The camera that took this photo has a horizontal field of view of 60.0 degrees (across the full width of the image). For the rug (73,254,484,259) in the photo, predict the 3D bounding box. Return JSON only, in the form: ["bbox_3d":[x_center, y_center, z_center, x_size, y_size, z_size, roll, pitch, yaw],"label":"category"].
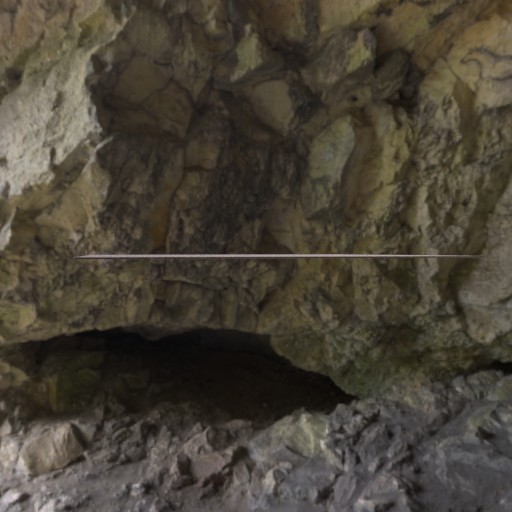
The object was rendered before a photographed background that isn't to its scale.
[{"bbox_3d":[0.000,0.000,3.998,2.894,0.013,2.286,0,1,-18],"label":"rug"}]
